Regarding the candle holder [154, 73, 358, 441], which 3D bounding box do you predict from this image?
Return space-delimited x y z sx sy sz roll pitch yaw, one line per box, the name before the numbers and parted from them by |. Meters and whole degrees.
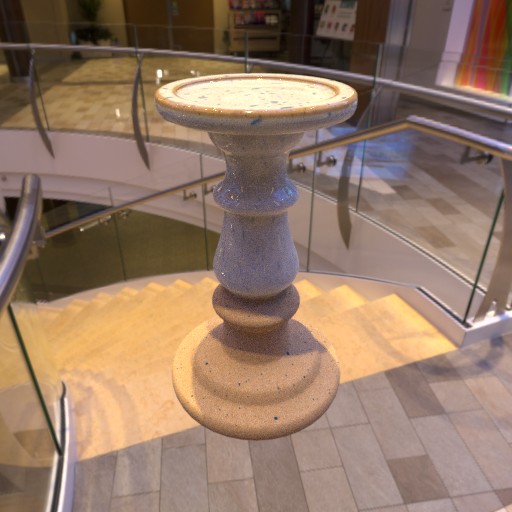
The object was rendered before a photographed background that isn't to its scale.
candle holder | 0.000 0.000 0.280 0.123 0.202 0.123 0 31 0
